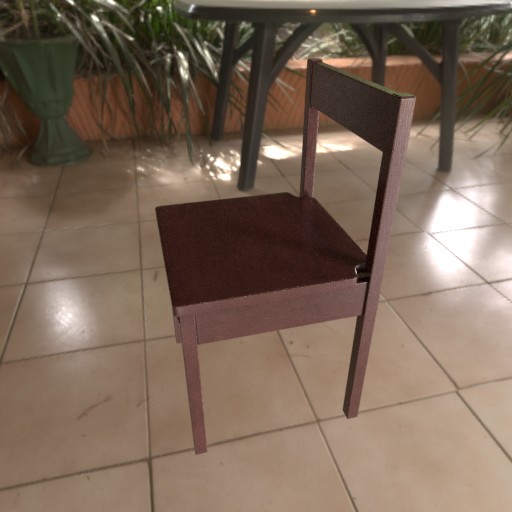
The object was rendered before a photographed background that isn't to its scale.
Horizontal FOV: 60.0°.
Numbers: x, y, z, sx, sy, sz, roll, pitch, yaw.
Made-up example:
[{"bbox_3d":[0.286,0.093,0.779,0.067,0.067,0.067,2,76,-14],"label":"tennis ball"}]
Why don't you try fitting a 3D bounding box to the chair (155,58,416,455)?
[{"bbox_3d":[0.000,0.000,0.885,0.361,0.668,0.367,-8,33,-13],"label":"chair"}]
